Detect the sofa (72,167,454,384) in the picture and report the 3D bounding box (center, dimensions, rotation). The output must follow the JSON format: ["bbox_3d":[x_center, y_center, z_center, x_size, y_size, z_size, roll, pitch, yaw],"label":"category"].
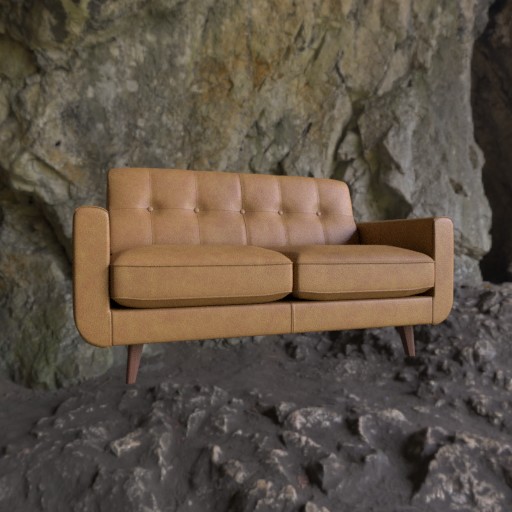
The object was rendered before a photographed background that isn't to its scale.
[{"bbox_3d":[0.000,0.000,2.213,1.651,0.925,0.952,0,1,-19],"label":"sofa"}]
